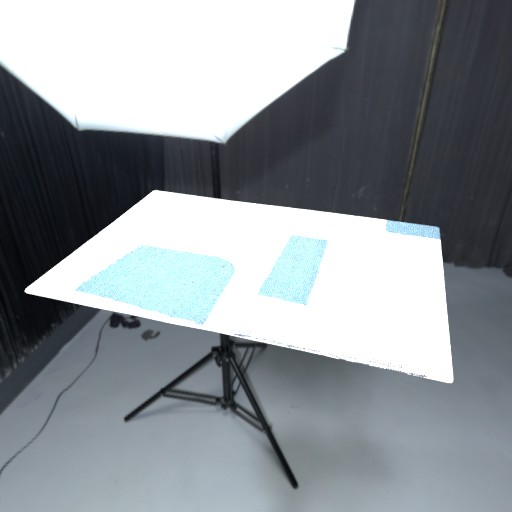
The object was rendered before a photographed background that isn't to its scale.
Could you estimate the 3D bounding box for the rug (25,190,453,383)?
[{"bbox_3d":[0.000,0.000,2.306,1.847,0.020,1.238,9,32,15],"label":"rug"}]
